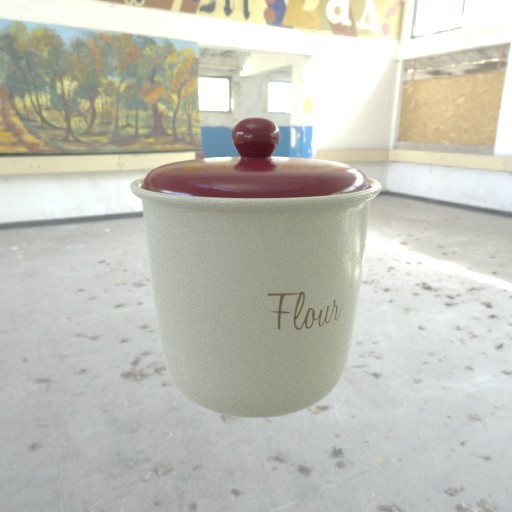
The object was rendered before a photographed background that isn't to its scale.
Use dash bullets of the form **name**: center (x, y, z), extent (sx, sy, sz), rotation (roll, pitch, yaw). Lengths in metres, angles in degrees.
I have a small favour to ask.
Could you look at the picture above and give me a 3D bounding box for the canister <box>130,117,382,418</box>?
- **canister**: center (0.000, 0.000, 0.348), extent (0.182, 0.208, 0.182), rotation (0, 16, 0)
